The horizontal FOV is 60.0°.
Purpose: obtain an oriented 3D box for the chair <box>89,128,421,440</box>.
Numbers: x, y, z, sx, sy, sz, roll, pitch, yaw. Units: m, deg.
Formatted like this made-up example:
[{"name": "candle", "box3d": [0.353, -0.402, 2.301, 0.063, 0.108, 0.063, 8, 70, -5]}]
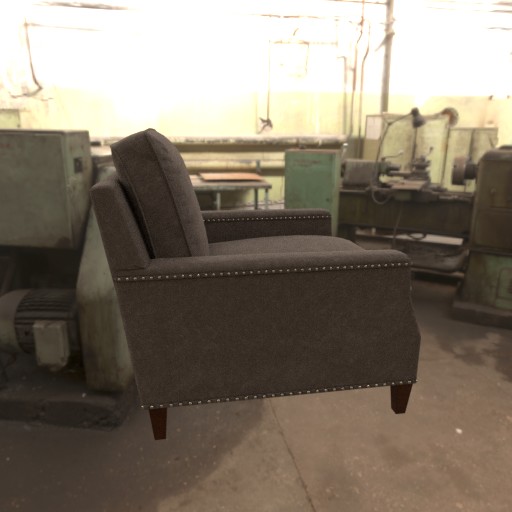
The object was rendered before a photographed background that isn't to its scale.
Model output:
[{"name": "chair", "box3d": [0.000, 0.000, 1.709, 1.014, 0.948, 0.853, -3, 16, -9]}]
